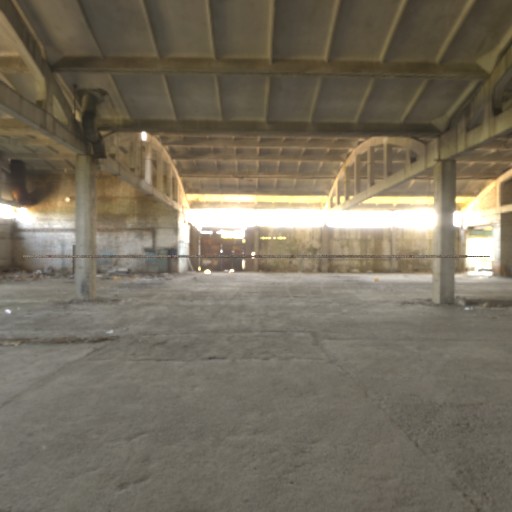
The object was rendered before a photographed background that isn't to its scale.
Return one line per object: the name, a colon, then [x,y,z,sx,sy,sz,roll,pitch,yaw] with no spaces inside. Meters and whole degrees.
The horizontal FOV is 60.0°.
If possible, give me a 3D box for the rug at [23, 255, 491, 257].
rug: [0.000,0.000,3.964,2.959,0.016,2.317,0,0,-1]
